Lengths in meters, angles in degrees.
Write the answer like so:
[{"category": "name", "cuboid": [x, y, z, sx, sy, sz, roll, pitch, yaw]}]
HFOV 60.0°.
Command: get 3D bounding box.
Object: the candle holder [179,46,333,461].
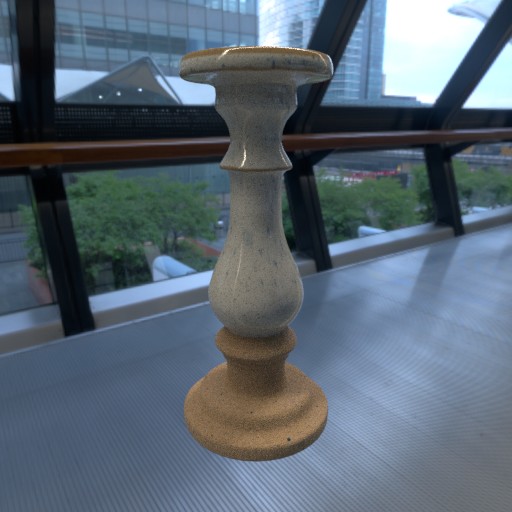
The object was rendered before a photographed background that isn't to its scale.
[{"category": "candle holder", "cuboid": [0.000, 0.000, 0.247, 0.088, 0.203, 0.088, 0, 16, 0]}]
